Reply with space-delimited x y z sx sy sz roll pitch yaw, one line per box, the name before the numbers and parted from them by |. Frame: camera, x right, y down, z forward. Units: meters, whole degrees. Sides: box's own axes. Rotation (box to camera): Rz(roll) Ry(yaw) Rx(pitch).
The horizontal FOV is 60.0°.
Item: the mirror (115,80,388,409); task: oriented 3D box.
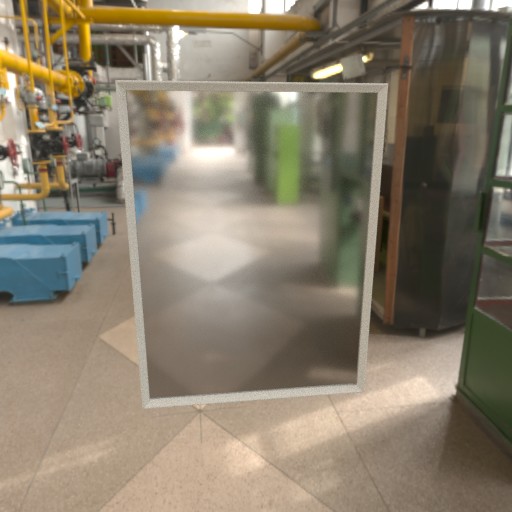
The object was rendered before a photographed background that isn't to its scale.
mirror | 0.000 0.000 1.389 0.762 1.016 0.041 -2 16 -7
